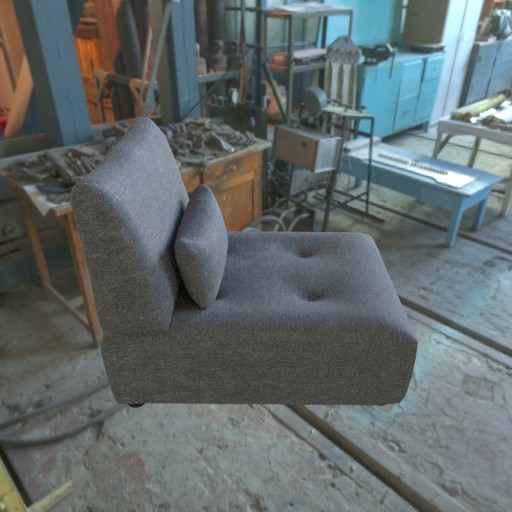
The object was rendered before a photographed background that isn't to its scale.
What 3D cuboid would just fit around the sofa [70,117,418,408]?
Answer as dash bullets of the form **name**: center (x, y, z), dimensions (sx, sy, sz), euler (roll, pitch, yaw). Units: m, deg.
- **sofa**: center (0.000, 0.000, 1.592), dimensions (1.000, 0.820, 0.700), euler (0, 32, 0)
